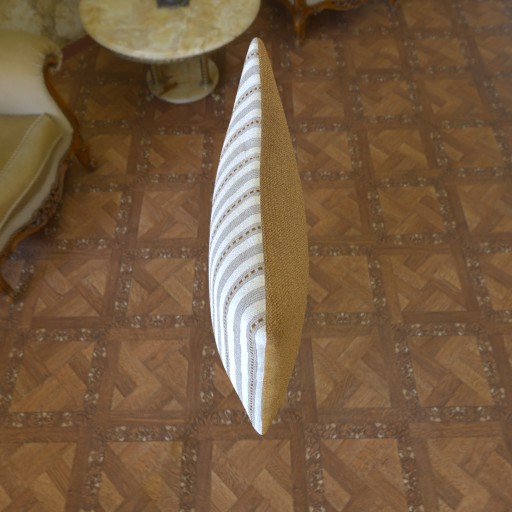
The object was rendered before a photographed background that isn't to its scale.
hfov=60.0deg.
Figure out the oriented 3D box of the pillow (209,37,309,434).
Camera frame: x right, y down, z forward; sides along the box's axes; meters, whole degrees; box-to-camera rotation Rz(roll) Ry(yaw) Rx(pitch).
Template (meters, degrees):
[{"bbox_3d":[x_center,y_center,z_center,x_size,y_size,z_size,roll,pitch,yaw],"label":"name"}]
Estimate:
[{"bbox_3d":[0.000,0.000,0.664,0.147,0.437,0.432,-2,58,-1],"label":"pillow"}]
